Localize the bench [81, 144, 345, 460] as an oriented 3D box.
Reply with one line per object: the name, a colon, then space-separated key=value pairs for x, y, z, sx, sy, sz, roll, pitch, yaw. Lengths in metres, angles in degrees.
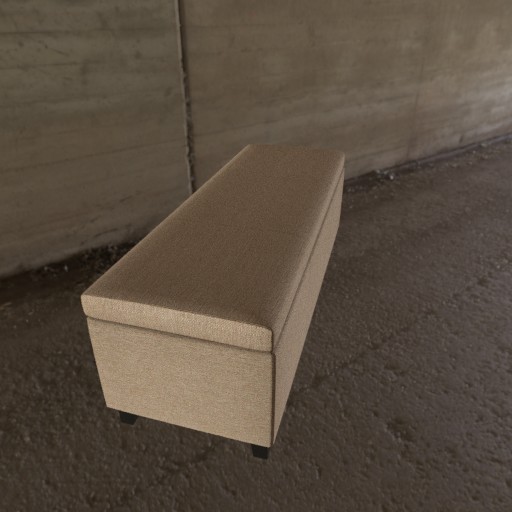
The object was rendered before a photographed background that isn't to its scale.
bench: x=0.000 y=0.000 z=1.522 sx=0.446 sy=0.438 sz=1.269 roll=8 pitch=31 yaw=14
